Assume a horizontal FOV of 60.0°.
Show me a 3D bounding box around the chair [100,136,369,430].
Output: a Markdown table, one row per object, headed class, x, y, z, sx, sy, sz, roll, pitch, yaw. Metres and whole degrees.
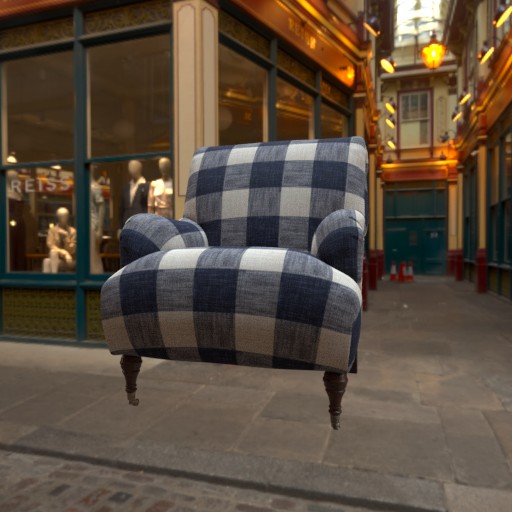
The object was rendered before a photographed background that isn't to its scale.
| class | x | y | z | sx | sy | sz | roll | pitch | yaw |
| --- | --- | --- | --- | --- | --- | --- | --- | --- | --- |
| chair | 0.000 | 0.000 | 1.595 | 0.781 | 0.953 | 0.848 | 0 | 2 | 17 |
